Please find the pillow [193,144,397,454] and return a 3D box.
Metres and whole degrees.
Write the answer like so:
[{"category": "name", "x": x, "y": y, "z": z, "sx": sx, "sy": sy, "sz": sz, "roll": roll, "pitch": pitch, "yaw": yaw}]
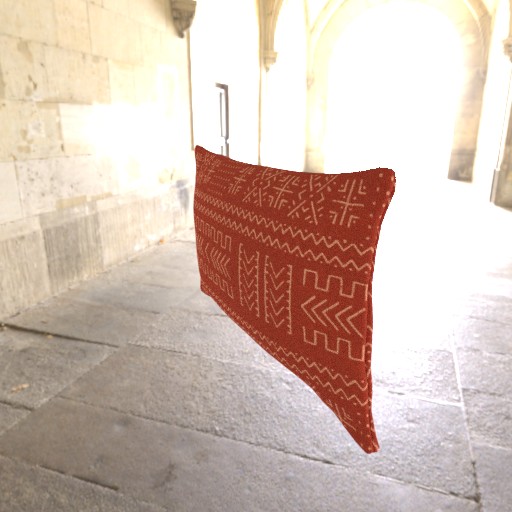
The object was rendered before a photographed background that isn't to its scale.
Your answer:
[{"category": "pillow", "x": 0.000, "y": 0.000, "z": 0.768, "sx": 0.130, "sy": 0.352, "sz": 0.640, "roll": -8, "pitch": 18, "yaw": -25}]
